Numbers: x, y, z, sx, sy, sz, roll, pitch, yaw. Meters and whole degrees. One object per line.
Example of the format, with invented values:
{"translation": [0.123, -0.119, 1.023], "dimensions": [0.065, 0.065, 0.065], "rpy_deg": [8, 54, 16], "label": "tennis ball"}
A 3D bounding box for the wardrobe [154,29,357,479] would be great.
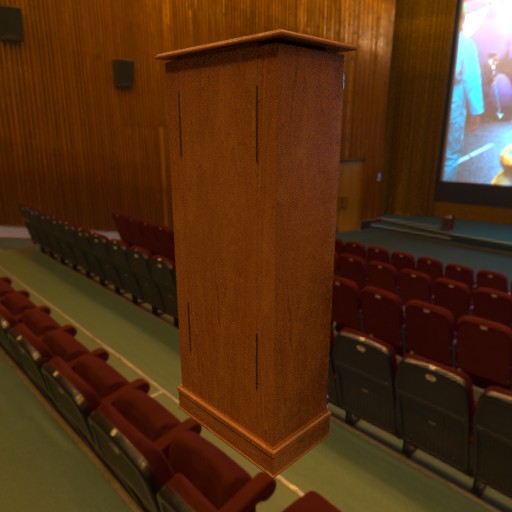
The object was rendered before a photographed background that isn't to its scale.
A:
{"translation": [0.000, 0.000, 1.129], "dimensions": [0.273, 0.959, 0.406], "rpy_deg": [-15, 22, -42], "label": "wardrobe"}
